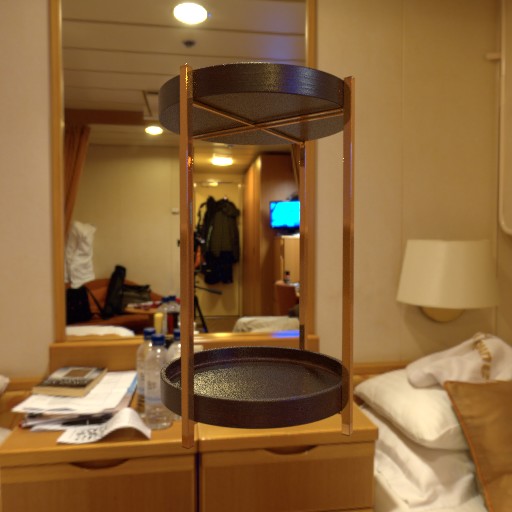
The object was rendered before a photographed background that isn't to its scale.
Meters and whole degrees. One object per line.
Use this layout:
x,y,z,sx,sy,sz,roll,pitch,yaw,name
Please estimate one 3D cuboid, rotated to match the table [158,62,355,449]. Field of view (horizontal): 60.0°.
0.000,0.000,0.869,0.400,0.610,0.400,1,2,35,table
